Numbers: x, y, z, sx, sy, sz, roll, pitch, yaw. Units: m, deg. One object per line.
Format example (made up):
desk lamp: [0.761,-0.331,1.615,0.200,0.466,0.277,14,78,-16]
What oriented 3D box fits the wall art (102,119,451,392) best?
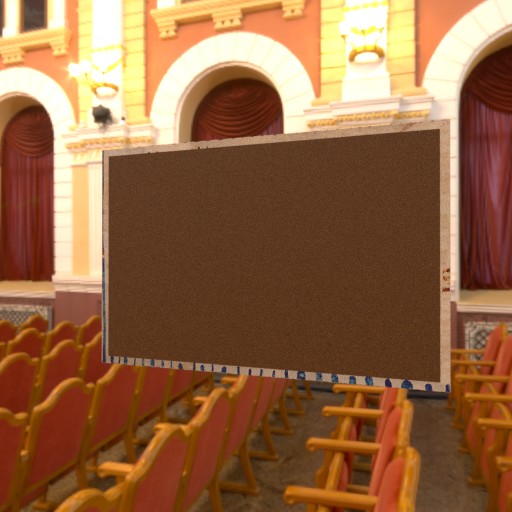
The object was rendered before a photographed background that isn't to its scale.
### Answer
wall art: [0.000,0.000,1.141,0.919,0.609,0.030,0,0,18]
